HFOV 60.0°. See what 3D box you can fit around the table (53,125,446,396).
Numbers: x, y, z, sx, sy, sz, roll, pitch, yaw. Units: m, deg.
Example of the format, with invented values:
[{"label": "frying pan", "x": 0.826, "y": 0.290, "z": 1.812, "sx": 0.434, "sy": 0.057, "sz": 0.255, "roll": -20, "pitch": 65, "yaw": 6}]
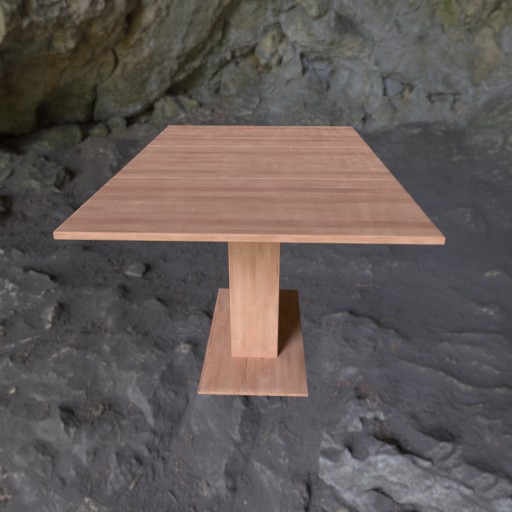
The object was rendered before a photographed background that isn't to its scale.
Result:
[{"label": "table", "x": 0.000, "y": 0.000, "z": 1.765, "sx": 0.900, "sy": 0.770, "sz": 1.300, "roll": 1, "pitch": 27, "yaw": 2}]
